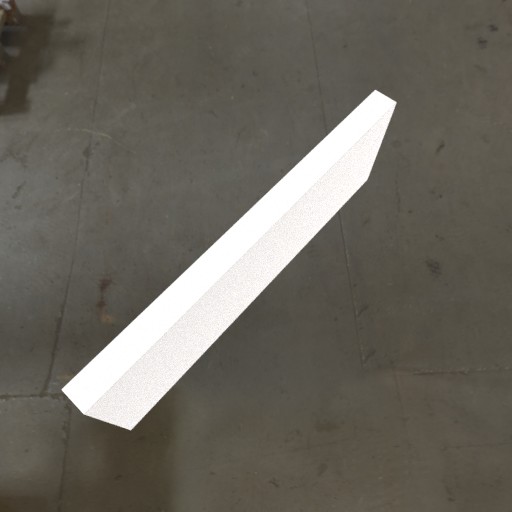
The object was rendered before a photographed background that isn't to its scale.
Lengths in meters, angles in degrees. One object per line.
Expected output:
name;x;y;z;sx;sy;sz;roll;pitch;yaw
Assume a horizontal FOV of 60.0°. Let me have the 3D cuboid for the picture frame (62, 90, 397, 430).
picture frame;0.000;0.000;0.846;0.050;0.250;0.759;39;70;17
